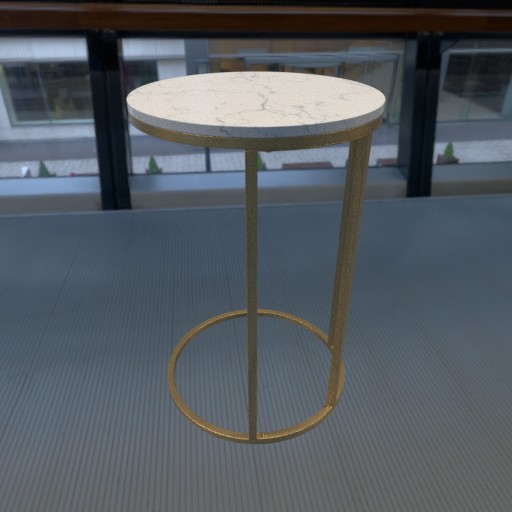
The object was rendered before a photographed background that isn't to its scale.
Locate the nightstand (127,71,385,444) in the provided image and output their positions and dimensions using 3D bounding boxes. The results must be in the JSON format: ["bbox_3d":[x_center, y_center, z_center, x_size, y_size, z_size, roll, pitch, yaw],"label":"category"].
[{"bbox_3d":[0.000,0.000,0.864,0.400,0.610,0.400,21,37,30],"label":"nightstand"}]
